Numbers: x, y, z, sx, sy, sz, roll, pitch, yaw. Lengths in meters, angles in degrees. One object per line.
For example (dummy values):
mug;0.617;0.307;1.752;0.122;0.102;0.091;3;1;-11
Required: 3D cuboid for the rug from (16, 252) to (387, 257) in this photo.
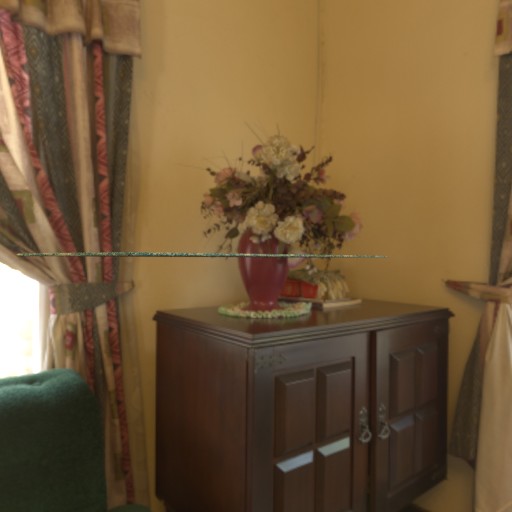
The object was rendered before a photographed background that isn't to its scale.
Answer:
rug;0.000;0.000;2.640;0.750;0.011;2.435;0;0;36
